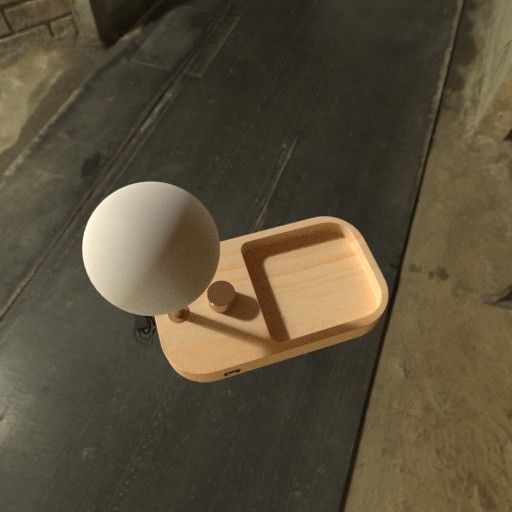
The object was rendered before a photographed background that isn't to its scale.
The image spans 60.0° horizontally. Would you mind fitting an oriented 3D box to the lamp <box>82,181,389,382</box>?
[{"bbox_3d":[0.000,0.000,0.489,0.331,0.253,0.173,-15,61,-9],"label":"lamp"}]
